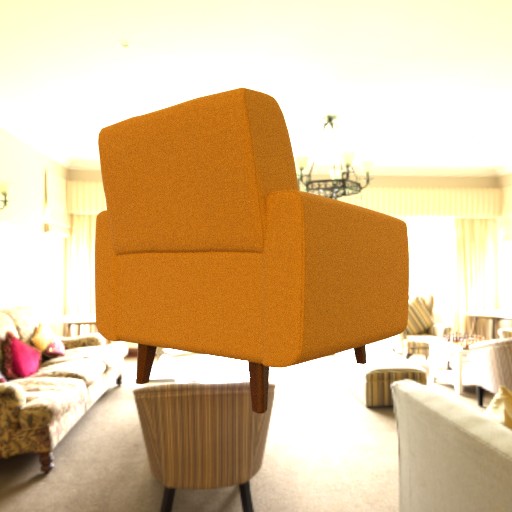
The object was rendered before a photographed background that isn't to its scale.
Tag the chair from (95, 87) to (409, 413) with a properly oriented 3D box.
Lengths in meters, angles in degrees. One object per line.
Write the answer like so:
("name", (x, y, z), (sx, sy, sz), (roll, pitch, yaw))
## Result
("chair", (0.000, 0.000, 1.582), (0.831, 0.841, 0.909), (-1, -1, 36))
